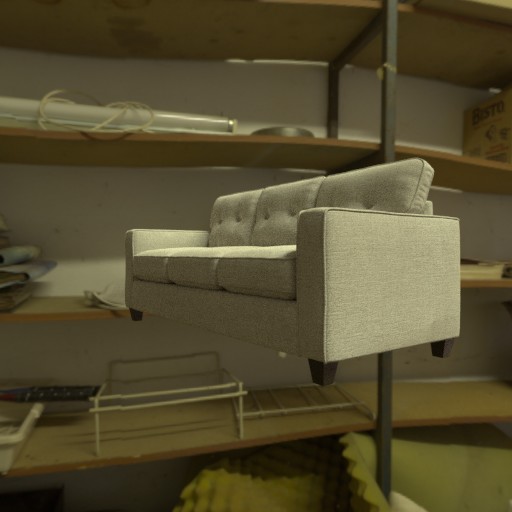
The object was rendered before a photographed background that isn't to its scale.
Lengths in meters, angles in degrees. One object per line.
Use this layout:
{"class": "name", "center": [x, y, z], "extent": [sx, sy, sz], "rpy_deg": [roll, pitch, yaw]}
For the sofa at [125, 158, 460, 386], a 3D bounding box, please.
{"class": "sofa", "center": [0.000, 0.000, 2.718], "extent": [0.939, 0.965, 2.133], "rpy_deg": [0, 1, -36]}
